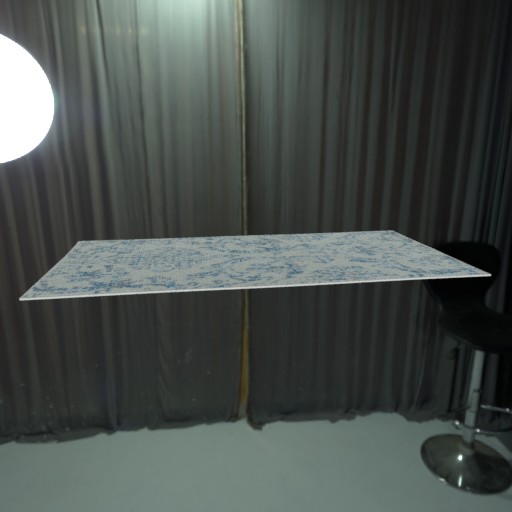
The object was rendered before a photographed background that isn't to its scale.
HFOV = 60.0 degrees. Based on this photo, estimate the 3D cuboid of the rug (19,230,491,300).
[{"bbox_3d":[0.000,0.000,1.416,1.220,0.007,0.605,-2,15,-9],"label":"rug"}]
